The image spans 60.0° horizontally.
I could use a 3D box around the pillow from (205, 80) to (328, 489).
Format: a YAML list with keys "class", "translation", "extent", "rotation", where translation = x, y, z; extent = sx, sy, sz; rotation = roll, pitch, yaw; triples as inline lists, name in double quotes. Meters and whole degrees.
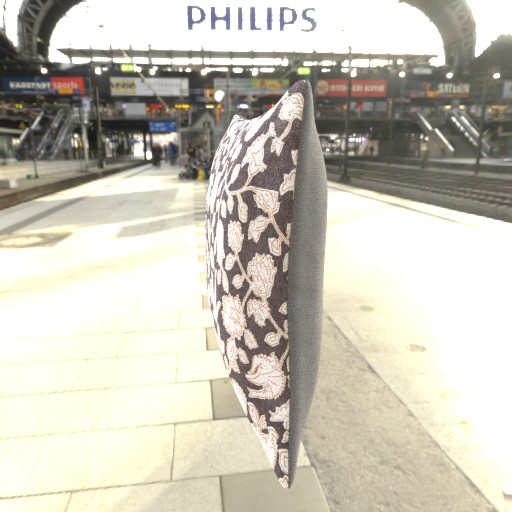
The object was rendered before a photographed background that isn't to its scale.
- class: "pillow"
  translation: [0.000, 0.000, 0.773]
  extent: [0.166, 0.507, 0.526]
  rotation: [-2, 14, -10]
